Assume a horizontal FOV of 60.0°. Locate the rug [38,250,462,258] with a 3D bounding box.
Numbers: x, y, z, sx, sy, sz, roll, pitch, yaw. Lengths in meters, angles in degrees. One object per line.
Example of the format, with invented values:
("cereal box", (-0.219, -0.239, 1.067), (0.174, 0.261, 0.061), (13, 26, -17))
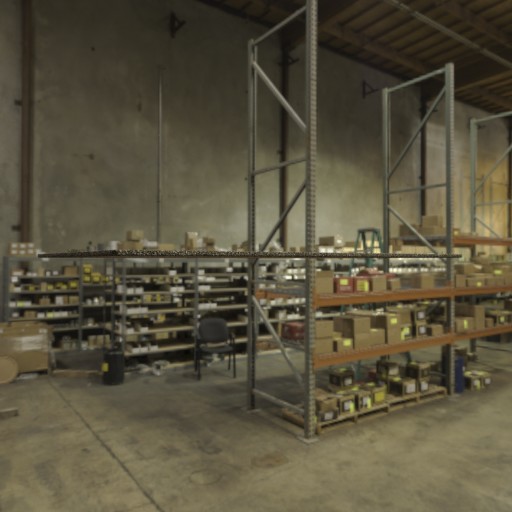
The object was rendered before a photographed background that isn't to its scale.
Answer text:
("rug", (0.000, 0.000, 2.895), (2.350, 0.025, 1.502), (0, -1, -36))
